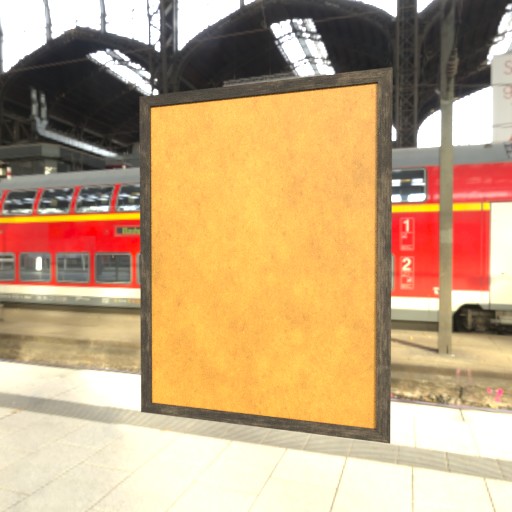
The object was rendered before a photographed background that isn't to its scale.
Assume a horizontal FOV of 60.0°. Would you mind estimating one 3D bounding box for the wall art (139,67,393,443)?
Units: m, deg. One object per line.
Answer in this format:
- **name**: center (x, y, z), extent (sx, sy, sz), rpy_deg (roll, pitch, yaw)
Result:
- **wall art**: center (0.000, 0.000, 1.390), extent (0.812, 1.066, 0.029), rpy_deg (0, 1, 17)
